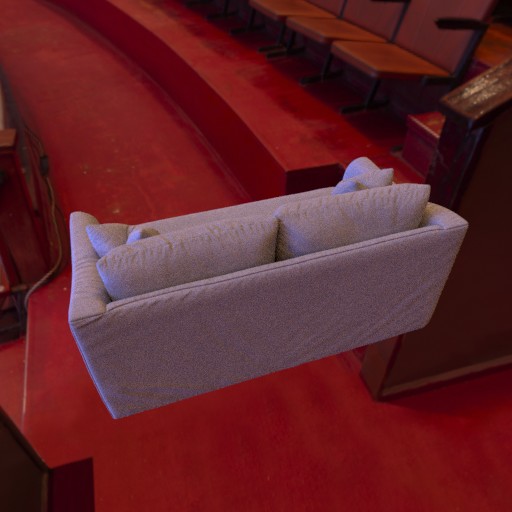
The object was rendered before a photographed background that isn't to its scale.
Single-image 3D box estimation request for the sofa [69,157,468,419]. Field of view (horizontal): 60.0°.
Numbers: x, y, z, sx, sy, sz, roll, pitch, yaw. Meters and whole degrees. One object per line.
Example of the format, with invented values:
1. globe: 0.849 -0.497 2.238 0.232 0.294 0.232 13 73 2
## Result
1. sofa: 0.000 0.000 2.649 2.010 1.018 1.072 -13 43 -14
